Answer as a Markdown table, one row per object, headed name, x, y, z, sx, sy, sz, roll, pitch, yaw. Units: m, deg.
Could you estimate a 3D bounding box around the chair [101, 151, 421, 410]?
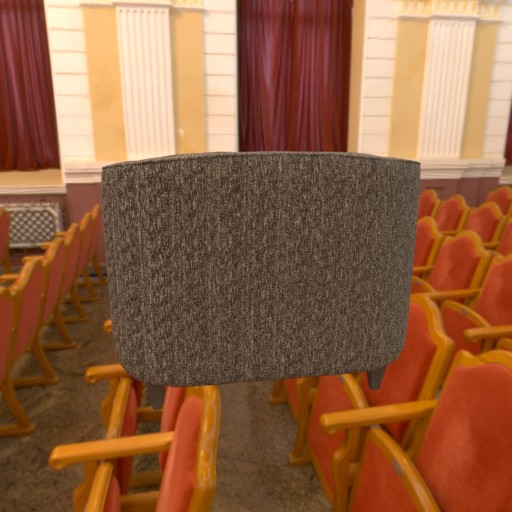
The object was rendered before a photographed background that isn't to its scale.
| name | x | y | z | sx | sy | sz | roll | pitch | yaw |
| --- | --- | --- | --- | --- | --- | --- | --- | --- | --- |
| chair | 0.000 | 0.000 | 1.806 | 1.104 | 0.852 | 0.941 | -2 | 15 | -9 |
